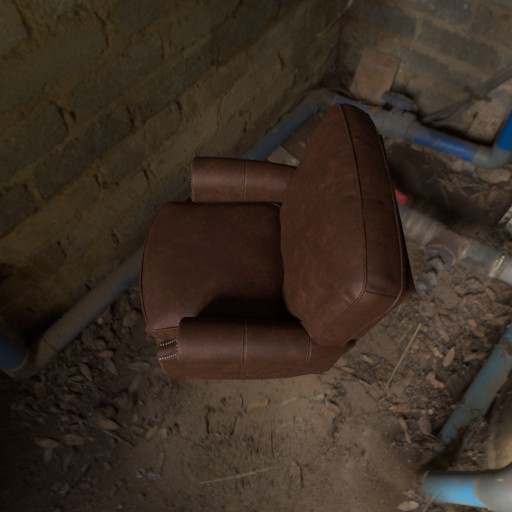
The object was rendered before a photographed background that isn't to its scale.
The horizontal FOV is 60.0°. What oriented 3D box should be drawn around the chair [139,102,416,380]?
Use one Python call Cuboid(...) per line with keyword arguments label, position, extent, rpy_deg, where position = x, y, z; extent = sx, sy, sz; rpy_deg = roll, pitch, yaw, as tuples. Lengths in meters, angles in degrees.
Cuboid(label="chair", position=(0.000, 0.000, 1.828), extent=(0.986, 1.018, 0.936), rpy_deg=(0, 59, 0))
